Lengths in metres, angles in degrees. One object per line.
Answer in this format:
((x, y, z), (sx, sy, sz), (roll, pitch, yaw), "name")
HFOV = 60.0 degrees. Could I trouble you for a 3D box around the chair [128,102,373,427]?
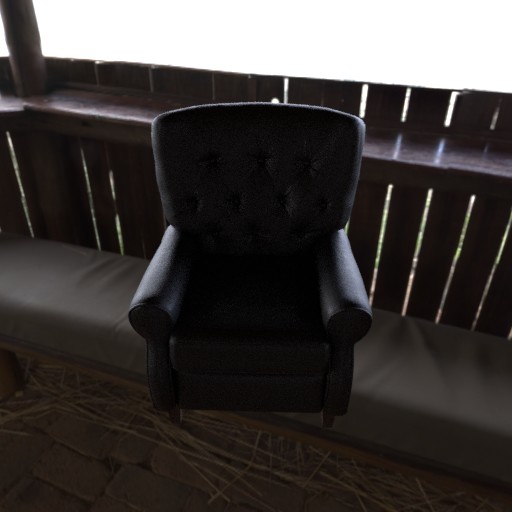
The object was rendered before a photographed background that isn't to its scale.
((0.000, 0.000, 1.964), (0.948, 1.158, 1.058), (1, 30, 2), "chair")
